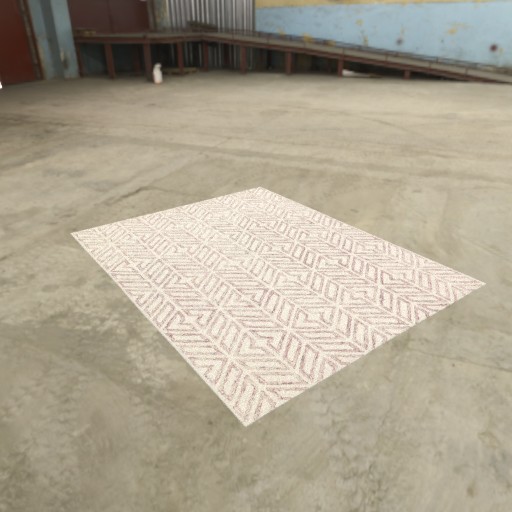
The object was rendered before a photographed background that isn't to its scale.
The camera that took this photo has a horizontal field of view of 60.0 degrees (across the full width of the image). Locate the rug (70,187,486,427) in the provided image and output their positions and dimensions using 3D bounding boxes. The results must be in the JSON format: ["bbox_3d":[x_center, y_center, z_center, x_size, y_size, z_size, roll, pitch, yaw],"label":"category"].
[{"bbox_3d":[0.000,0.000,4.055,2.421,0.008,3.045,-19,33,-32],"label":"rug"}]
